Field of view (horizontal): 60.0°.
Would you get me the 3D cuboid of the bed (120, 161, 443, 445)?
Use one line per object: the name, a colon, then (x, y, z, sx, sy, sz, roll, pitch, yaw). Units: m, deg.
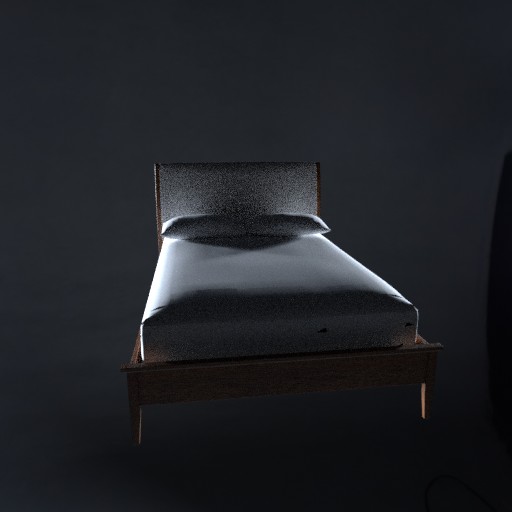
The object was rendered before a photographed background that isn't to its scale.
bed: (0.000, 0.000, 3.261, 1.612, 1.250, 2.380, -2, 15, -8)
